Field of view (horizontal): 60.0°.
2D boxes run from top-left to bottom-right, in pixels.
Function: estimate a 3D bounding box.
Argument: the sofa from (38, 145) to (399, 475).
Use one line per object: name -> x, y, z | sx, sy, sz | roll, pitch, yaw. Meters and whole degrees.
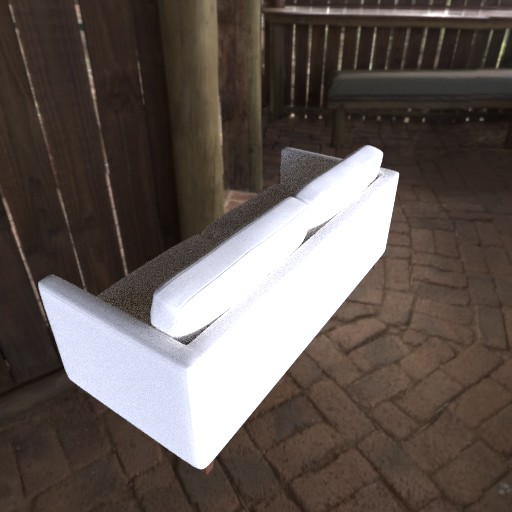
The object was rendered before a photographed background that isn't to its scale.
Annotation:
sofa -> 0.000, 0.000, 2.591 | 0.924, 0.933, 2.139 | 21, 38, 28
